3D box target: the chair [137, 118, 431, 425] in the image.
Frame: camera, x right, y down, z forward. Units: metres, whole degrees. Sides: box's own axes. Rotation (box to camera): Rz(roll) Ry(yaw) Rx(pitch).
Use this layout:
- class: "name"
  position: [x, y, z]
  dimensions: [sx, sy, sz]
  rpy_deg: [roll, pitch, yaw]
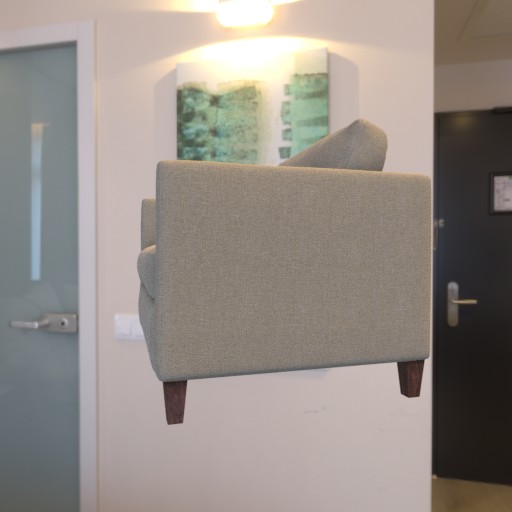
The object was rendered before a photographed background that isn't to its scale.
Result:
- class: "chair"
  position: [0.000, 0.000, 1.883]
  dimensions: [0.959, 0.963, 1.107]
  rpy_deg: [0, 1, -17]
